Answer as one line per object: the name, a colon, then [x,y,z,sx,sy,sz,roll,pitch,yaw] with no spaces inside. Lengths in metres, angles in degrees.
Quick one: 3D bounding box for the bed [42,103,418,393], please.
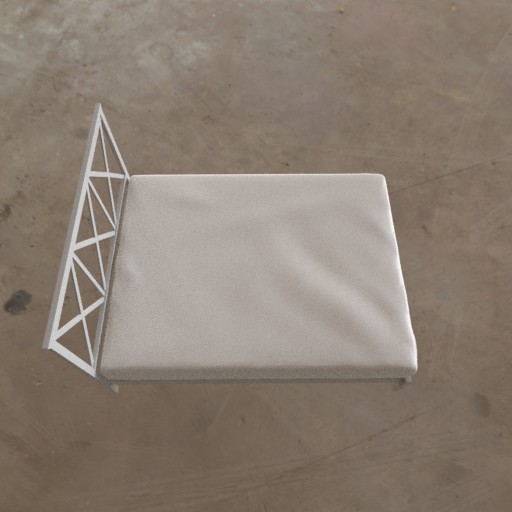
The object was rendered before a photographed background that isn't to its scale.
bed: [0.000,0.000,3.138,2.135,1.253,1.673,0,63,0]
